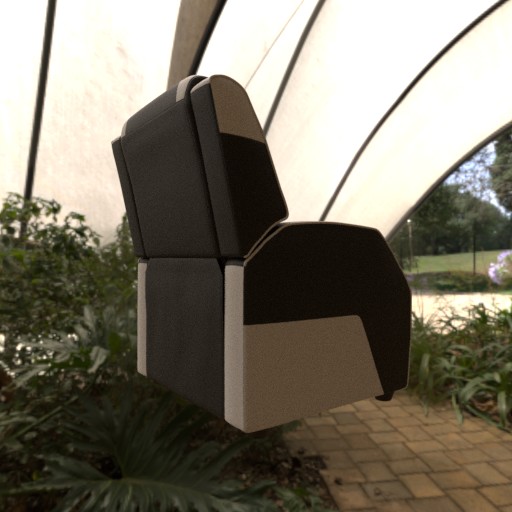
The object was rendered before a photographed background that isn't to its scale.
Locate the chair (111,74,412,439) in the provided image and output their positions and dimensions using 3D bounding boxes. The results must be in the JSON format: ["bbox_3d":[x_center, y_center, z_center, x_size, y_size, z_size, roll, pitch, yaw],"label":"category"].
[{"bbox_3d":[0.000,0.000,1.310,0.672,0.805,0.620,0,0,-36],"label":"chair"}]
